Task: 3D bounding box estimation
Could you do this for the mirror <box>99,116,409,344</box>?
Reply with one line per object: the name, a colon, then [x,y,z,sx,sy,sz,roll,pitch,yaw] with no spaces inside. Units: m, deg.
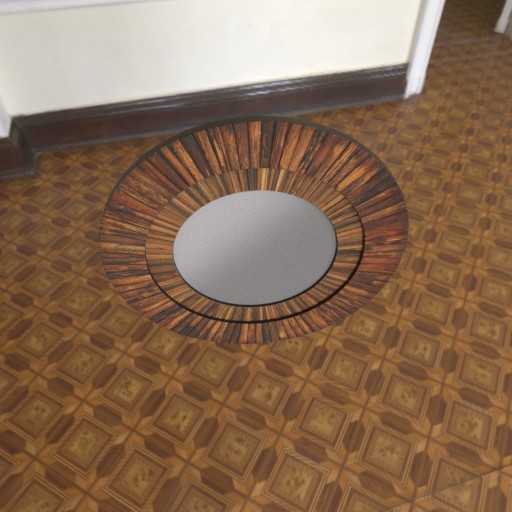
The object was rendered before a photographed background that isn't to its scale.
mirror: [0.000,0.000,1.596,1.077,1.077,0.036,-3,46,-3]
